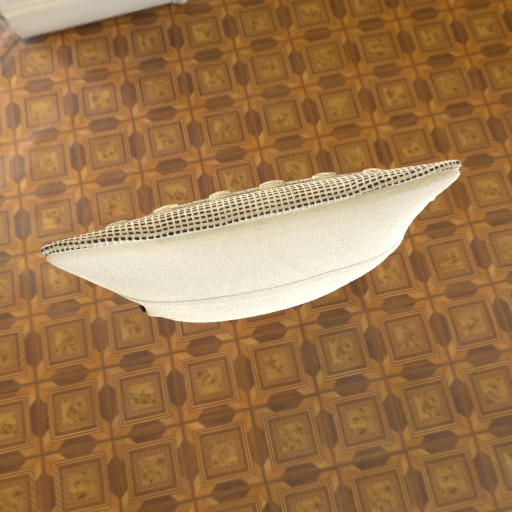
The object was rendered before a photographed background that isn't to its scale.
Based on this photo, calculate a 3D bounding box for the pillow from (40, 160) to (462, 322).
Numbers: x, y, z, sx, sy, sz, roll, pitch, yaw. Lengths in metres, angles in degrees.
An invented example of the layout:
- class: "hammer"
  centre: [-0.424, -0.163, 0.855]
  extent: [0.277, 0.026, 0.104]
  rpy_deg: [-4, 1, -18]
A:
- class: "pillow"
  centre: [0.000, 0.000, 0.651]
  extent: [0.436, 0.438, 0.156]
  rpy_deg: [-12, 76, -3]
